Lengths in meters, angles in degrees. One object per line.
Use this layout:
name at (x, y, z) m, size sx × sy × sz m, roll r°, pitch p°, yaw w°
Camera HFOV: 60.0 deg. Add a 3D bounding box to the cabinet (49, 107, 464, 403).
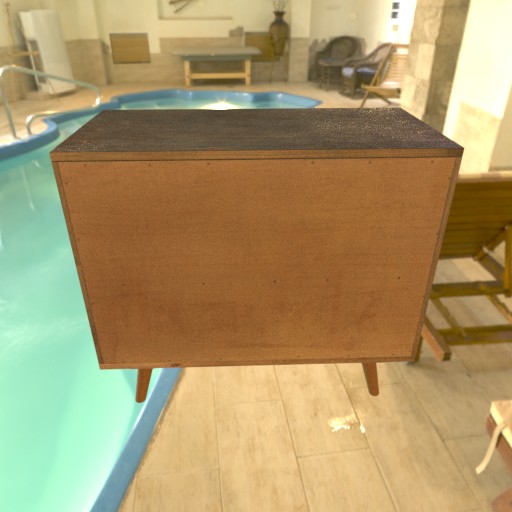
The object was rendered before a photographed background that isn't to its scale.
cabinet at (0.000, 0.000, 1.538) m, size 1.023 × 0.897 × 0.529 m, roll -1°, pitch 30°, yaw -2°
